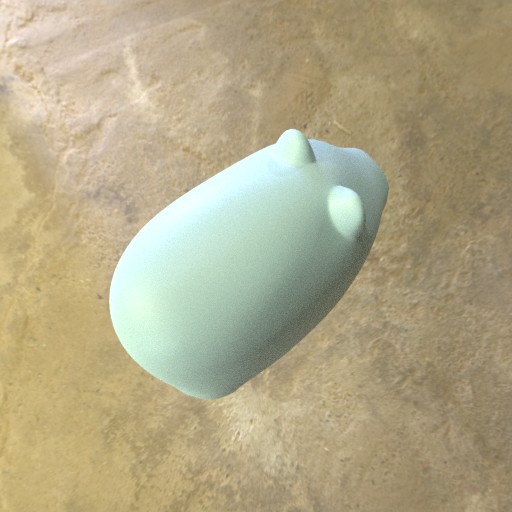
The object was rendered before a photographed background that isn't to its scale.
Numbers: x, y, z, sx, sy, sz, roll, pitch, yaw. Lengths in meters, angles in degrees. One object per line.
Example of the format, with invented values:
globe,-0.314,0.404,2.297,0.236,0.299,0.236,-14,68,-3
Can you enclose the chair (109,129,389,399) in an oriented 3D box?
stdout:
chair,0.000,0.000,0.872,0.619,0.423,0.364,-37,78,-9
